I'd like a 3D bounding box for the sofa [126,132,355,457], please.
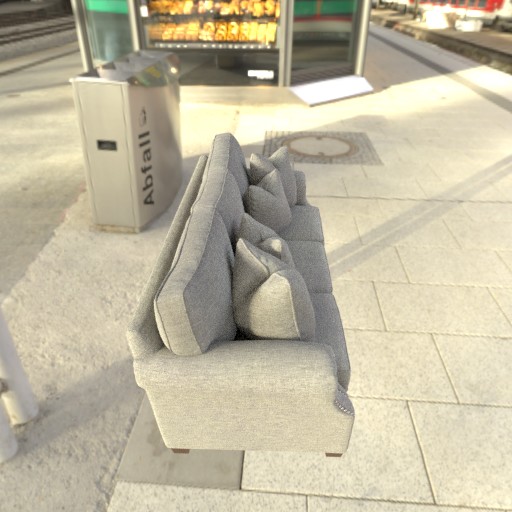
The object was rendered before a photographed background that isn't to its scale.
[{"bbox_3d":[0.000,0.000,2.787,0.965,0.975,2.312,1,31,2],"label":"sofa"}]
